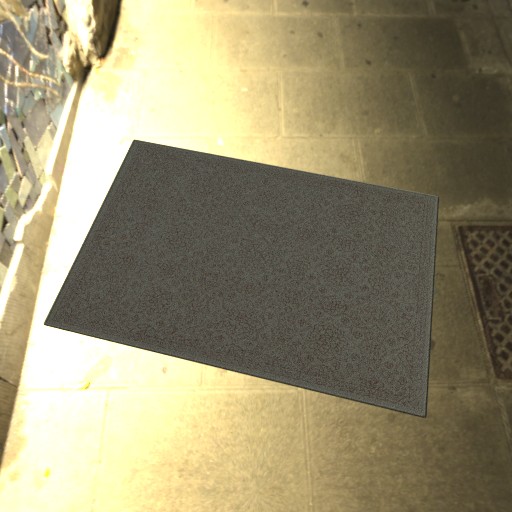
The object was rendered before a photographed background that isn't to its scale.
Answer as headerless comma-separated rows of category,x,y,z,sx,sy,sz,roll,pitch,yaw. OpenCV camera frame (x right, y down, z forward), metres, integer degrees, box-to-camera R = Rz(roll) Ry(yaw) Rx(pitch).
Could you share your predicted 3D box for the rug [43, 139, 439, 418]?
rug,0.000,0.000,2.320,1.829,0.010,1.219,12,63,6
